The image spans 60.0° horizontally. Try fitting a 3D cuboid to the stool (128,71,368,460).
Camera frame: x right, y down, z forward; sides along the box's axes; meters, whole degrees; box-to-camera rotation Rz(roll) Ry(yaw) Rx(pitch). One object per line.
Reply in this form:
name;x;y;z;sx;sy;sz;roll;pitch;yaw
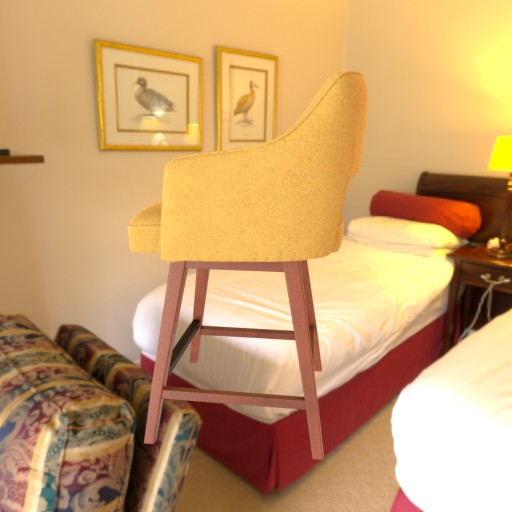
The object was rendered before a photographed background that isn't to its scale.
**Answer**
stool;0.000;0.000;1.240;0.558;0.924;0.548;2;15;7
